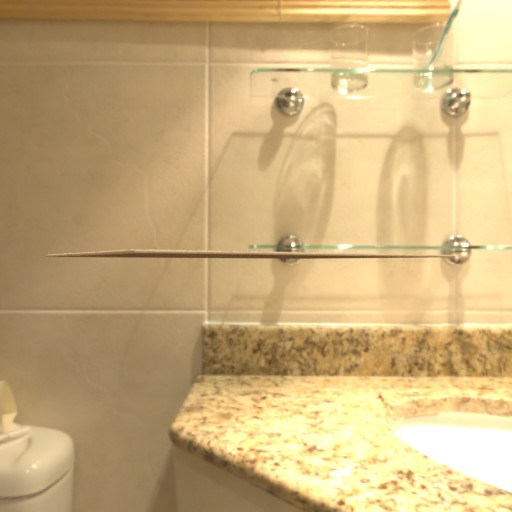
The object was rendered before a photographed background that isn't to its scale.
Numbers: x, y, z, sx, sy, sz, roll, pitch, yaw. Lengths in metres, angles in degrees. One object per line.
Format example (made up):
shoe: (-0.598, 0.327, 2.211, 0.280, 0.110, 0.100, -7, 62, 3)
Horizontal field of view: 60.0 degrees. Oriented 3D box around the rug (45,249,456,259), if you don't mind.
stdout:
rug: (0.000, 0.000, 3.547, 2.746, 0.018, 1.819, 1, -1, -37)
